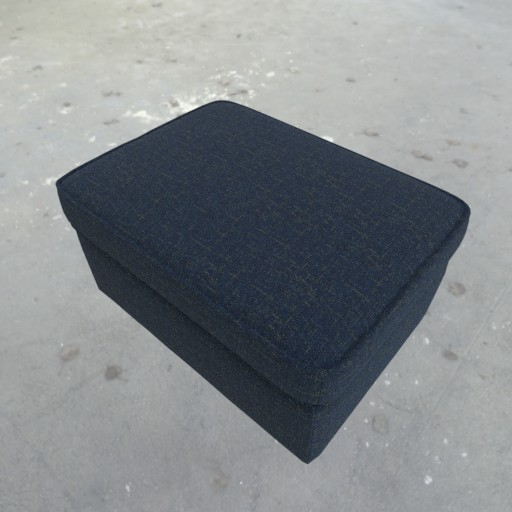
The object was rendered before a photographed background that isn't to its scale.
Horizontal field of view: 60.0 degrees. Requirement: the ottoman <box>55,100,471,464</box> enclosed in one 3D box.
[{"bbox_3d":[0.000,0.000,1.053,0.749,0.450,0.549,32,53,28],"label":"ottoman"}]
